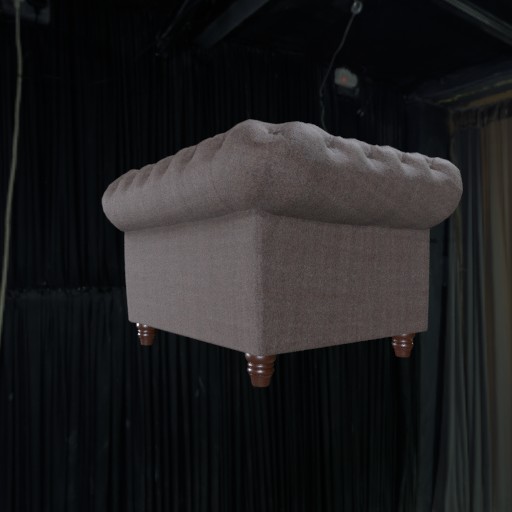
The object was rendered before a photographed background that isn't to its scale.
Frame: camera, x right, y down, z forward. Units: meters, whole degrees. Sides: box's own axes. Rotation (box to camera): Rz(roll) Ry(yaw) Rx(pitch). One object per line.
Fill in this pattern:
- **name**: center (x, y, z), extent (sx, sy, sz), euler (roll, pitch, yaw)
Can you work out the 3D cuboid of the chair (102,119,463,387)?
- **chair**: center (0.000, 0.000, 1.830), extent (0.945, 0.780, 1.298), euler (1, -1, -37)
